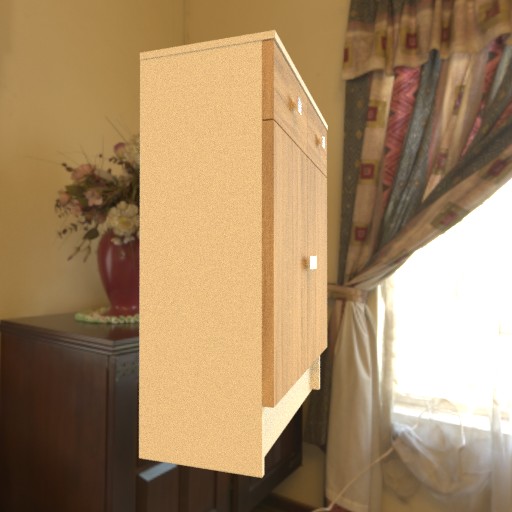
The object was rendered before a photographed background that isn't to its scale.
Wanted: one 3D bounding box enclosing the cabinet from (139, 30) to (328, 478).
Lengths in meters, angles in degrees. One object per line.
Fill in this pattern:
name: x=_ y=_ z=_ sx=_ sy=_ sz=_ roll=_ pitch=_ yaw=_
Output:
cabinet: x=0.000 y=0.000 z=1.129 sx=0.296 sy=0.815 sz=0.600 roll=0 pitch=-1 yaw=18
